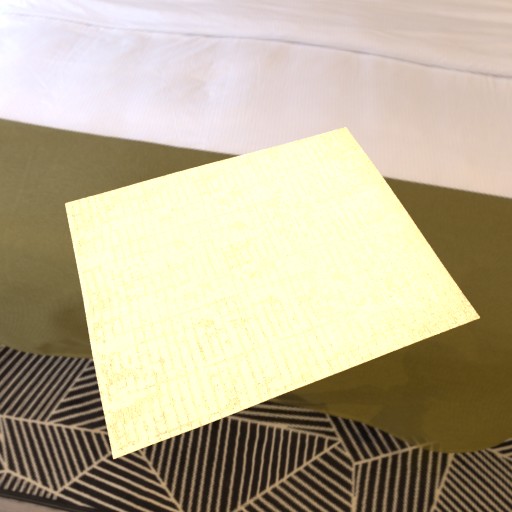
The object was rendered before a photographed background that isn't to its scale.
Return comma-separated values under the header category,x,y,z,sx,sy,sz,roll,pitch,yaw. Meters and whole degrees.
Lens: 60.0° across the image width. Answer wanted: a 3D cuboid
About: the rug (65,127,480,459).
category,x,y,z,sx,sy,sz,roll,pitch,yaw
rug,0.000,0.000,3.990,3.061,0.014,2.447,-18,60,-11
